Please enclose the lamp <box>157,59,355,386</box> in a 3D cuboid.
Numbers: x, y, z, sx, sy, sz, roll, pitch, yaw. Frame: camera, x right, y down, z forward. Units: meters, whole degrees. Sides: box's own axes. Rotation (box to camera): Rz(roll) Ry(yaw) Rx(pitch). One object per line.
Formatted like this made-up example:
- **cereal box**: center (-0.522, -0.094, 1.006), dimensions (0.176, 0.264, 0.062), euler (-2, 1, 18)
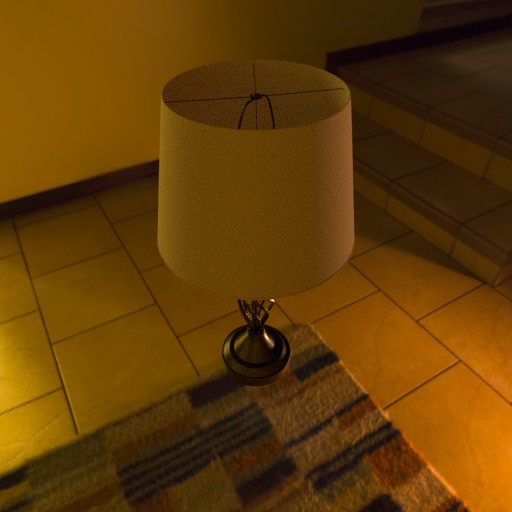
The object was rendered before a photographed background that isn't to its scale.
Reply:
- **lamp**: center (0.000, 0.000, 0.791), dimensions (0.331, 0.594, 0.331), euler (0, 41, 0)
